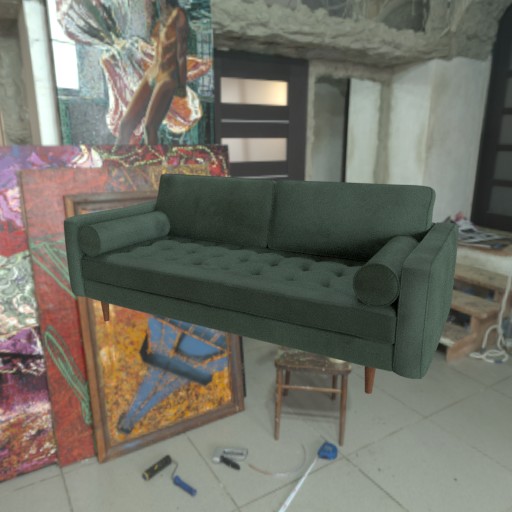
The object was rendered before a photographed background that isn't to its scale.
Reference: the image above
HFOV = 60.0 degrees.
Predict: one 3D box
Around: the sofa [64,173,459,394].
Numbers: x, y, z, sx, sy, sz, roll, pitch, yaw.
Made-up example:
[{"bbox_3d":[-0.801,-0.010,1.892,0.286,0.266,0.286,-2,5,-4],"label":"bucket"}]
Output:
[{"bbox_3d":[0.000,0.000,2.337,1.880,0.772,0.916,8,17,28],"label":"sofa"}]
